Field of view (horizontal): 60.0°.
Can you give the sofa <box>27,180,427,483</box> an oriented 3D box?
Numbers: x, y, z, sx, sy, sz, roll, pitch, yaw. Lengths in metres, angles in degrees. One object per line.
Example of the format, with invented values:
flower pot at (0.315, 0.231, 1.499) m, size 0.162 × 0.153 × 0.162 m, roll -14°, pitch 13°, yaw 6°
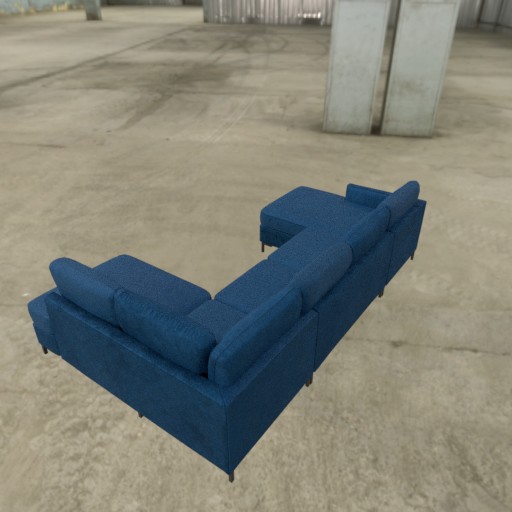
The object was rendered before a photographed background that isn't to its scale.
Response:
sofa at (0.000, 0.000, 4.181) m, size 2.055 × 0.992 × 3.434 m, roll 20°, pitch 36°, yaw 30°
